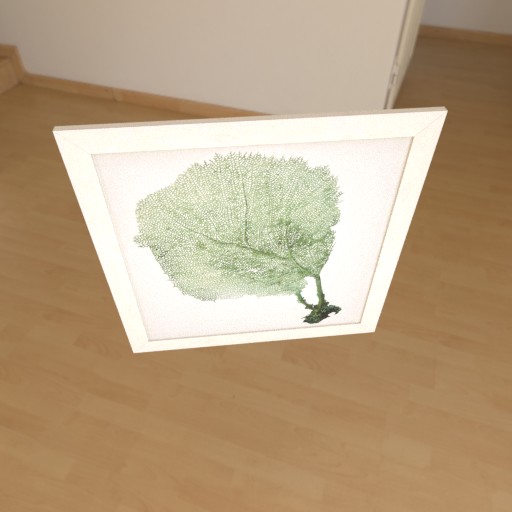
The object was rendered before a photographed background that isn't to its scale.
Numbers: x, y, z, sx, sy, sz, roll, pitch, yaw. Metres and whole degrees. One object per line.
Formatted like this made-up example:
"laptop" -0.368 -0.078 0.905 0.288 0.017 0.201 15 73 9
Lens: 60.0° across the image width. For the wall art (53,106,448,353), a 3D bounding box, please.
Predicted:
"wall art" 0.000 0.000 0.868 0.584 0.584 0.013 -4 46 -4
